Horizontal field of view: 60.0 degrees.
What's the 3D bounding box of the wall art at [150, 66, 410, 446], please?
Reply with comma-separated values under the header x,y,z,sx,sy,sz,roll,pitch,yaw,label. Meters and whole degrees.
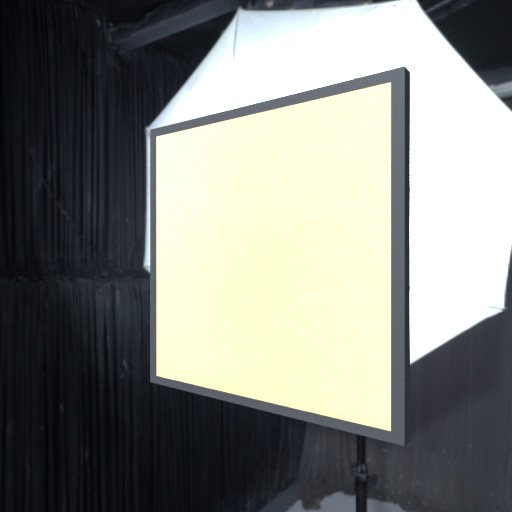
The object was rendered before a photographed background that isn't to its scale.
x,y,z,sx,sy,sz,roll,pitch,yaw,label
0.000,0.000,1.125,0.762,0.760,0.037,0,0,36,wall art
